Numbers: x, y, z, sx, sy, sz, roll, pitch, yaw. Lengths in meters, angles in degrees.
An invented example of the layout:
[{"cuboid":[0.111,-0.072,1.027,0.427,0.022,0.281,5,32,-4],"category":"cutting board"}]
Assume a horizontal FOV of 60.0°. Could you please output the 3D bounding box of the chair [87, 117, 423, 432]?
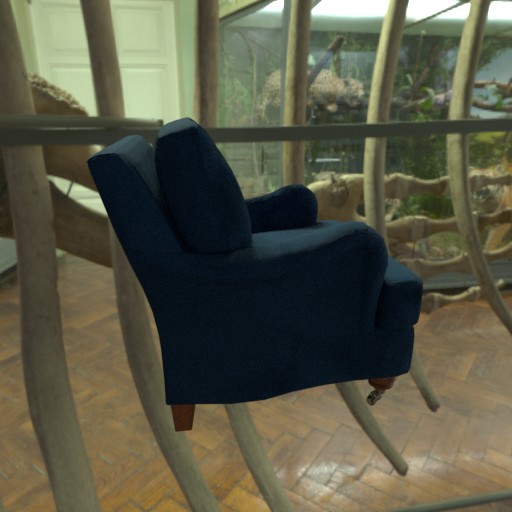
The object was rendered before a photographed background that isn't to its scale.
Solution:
[{"cuboid":[0.000,0.000,1.816,1.078,1.076,0.895,-3,19,-9],"category":"chair"}]
